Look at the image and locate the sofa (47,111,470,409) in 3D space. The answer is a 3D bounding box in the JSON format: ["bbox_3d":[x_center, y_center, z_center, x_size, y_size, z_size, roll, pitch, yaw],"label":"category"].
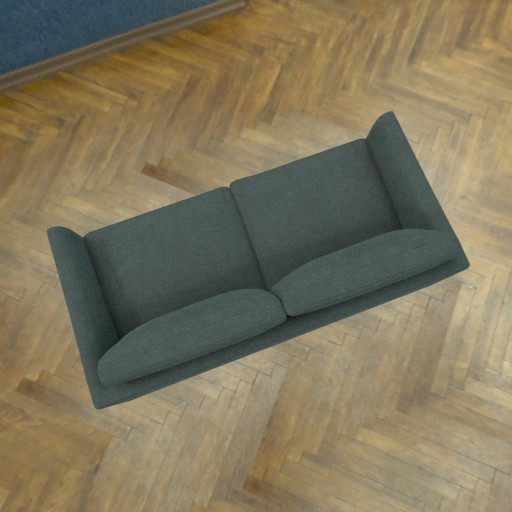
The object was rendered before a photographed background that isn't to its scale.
[{"bbox_3d":[0.000,0.000,2.777,2.257,0.838,1.092,-20,77,-5],"label":"sofa"}]
